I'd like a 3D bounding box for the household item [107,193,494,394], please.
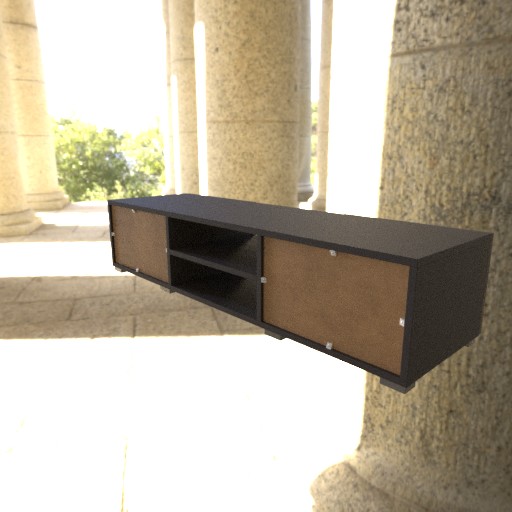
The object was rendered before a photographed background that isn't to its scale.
[{"bbox_3d":[0.000,0.000,1.567,0.420,0.310,1.400,-13,19,-42],"label":"household item"}]
